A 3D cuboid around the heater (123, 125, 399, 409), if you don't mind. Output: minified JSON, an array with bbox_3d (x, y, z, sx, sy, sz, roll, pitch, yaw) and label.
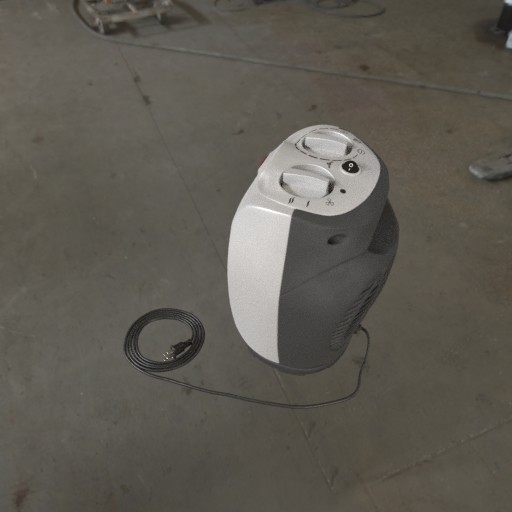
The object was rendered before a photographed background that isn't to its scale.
[{"bbox_3d":[0.000,0.000,0.485,0.291,0.255,0.239,17,49,15],"label":"heater"}]
